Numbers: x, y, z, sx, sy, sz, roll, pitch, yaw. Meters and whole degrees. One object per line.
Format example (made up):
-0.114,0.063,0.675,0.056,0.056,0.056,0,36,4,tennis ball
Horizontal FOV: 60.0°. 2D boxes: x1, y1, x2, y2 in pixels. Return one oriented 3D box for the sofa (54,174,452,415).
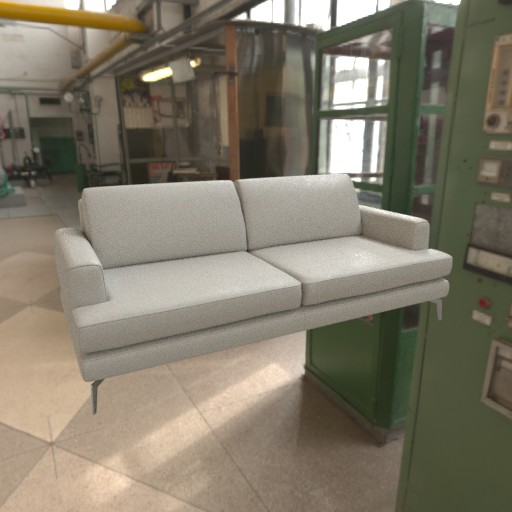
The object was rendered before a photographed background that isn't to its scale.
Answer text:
0.000,0.000,2.381,1.940,0.765,0.974,-8,18,-26,sofa
